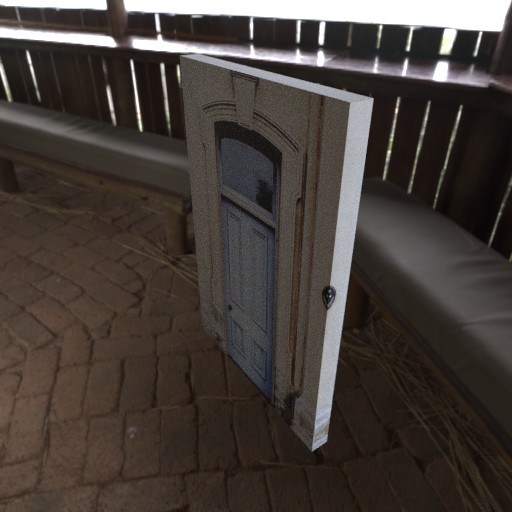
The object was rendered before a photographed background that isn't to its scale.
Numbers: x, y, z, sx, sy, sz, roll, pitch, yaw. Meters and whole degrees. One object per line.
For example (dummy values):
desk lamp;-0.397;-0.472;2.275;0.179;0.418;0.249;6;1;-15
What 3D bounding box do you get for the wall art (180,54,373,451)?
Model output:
wall art;0.000;0.000;0.782;0.036;0.607;0.403;-20;37;-29
